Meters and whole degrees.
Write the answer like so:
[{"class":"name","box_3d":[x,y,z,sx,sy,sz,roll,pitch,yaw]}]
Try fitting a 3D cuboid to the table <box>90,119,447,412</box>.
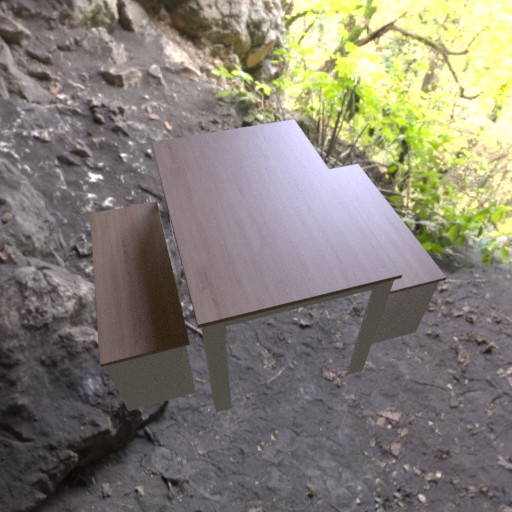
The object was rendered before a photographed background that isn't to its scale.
[{"class":"table","box_3d":[0.000,0.000,2.094,1.443,0.700,1.100,-12,48,-11]}]
